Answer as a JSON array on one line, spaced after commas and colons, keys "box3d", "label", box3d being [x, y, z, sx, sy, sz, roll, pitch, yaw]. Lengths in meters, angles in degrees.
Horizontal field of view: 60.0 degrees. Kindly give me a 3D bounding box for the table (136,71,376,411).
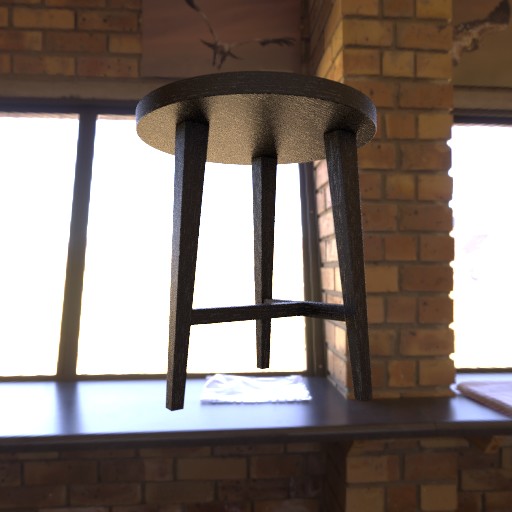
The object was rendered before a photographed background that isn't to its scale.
[{"box3d": [0.000, 0.000, 0.755, 0.399, 0.460, 0.399, 0, -1, 0], "label": "table"}]
